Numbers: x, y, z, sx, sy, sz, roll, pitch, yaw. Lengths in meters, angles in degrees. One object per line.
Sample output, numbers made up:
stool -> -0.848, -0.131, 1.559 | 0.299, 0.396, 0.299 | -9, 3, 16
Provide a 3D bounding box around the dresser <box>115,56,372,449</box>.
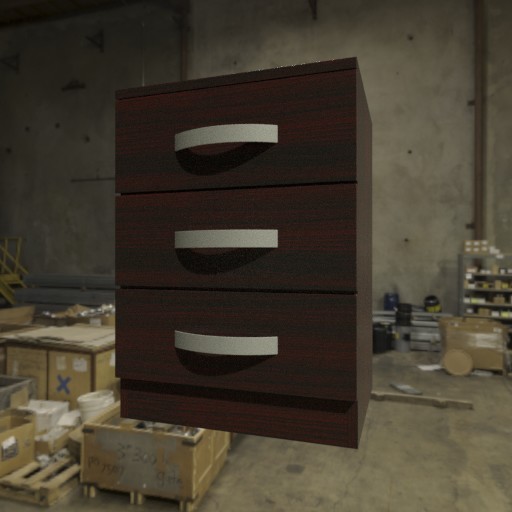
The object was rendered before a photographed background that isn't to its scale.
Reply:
dresser -> 0.000, 0.000, 0.831 | 0.400, 0.560, 0.360 | 0, 0, 18
